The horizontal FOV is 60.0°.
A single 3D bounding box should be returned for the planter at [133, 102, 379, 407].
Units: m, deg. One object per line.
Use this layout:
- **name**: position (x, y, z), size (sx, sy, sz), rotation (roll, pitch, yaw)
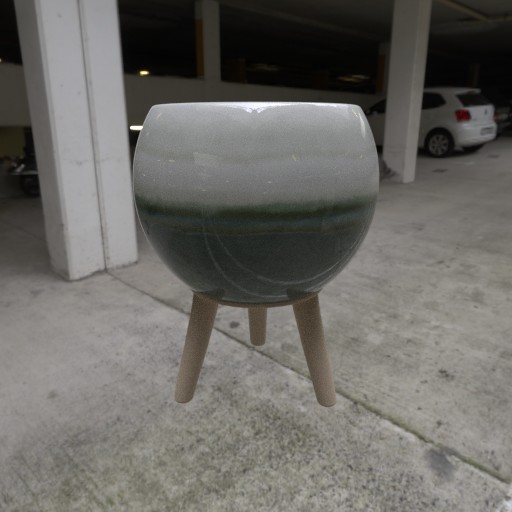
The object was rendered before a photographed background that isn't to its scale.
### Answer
- **planter**: position (0.000, 0.000, 0.434), size (0.222, 0.278, 0.222), rotation (0, 17, 0)
